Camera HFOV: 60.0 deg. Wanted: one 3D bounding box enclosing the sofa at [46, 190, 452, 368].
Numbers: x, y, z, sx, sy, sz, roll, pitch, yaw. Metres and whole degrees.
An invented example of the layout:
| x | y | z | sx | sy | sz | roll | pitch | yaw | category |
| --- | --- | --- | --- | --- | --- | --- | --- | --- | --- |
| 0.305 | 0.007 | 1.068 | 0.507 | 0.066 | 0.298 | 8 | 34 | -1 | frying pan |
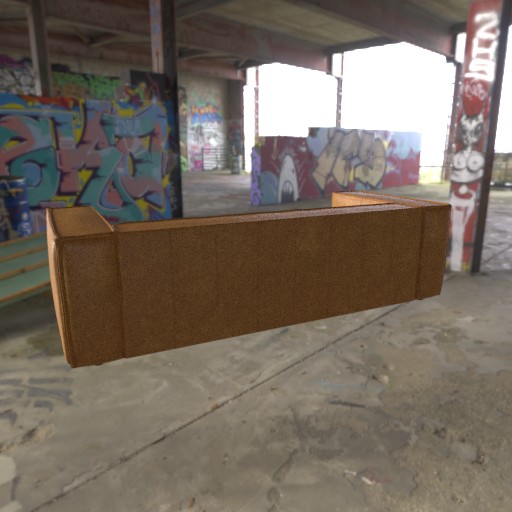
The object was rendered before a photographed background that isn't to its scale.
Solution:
| x | y | z | sx | sy | sz | roll | pitch | yaw | category |
| --- | --- | --- | --- | --- | --- | --- | --- | --- | --- |
| 0.000 | 0.000 | 3.055 | 2.581 | 0.701 | 1.102 | -7 | 16 | -25 | sofa |
